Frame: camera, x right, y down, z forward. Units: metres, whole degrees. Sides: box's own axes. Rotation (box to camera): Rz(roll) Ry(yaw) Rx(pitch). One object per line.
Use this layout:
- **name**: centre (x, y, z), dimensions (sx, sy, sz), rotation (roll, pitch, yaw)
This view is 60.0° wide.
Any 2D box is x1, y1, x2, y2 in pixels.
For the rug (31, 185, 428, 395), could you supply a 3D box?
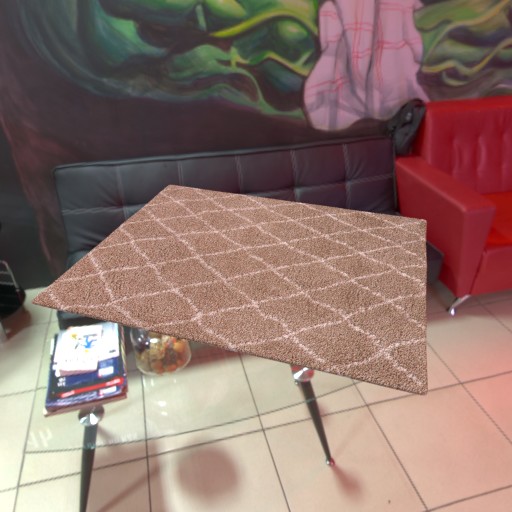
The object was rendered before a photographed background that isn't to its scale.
- **rug**: centre (0.000, 0.000, 4.152), dimensions (3.047, 0.029, 2.438), rotation (10, 34, 15)
